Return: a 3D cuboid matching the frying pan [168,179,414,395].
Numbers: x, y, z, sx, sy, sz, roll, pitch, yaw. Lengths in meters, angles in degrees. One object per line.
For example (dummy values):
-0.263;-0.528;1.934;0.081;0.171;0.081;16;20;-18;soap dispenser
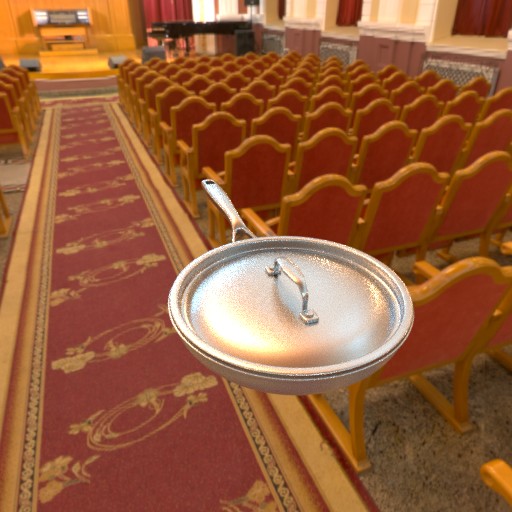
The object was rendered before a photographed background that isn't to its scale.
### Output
0.000;0.000;0.599;0.272;0.086;0.490;-10;31;-18;frying pan
